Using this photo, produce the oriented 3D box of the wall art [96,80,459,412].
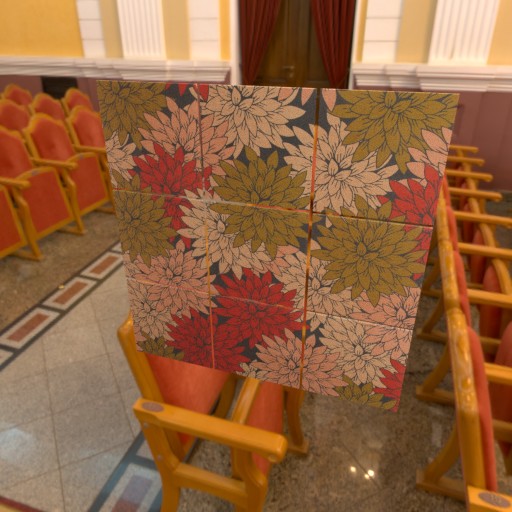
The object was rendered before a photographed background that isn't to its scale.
[{"bbox_3d":[0.000,0.000,2.134,1.519,1.534,0.013,9,28,16],"label":"wall art"}]
